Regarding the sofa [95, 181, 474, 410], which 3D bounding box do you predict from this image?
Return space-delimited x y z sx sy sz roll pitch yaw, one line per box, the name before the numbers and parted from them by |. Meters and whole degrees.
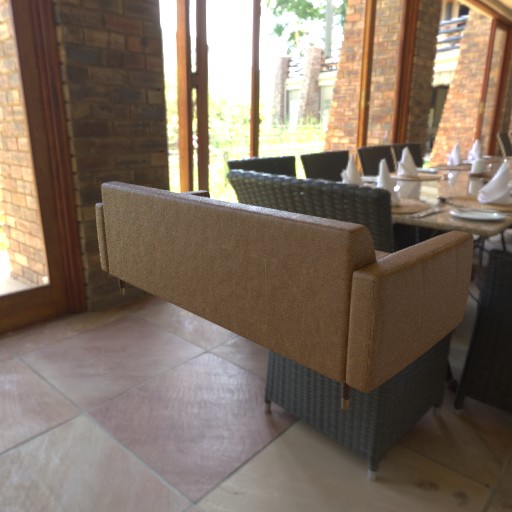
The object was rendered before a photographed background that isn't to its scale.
sofa | 0.000 0.000 2.748 2.291 0.821 0.990 16 23 43
